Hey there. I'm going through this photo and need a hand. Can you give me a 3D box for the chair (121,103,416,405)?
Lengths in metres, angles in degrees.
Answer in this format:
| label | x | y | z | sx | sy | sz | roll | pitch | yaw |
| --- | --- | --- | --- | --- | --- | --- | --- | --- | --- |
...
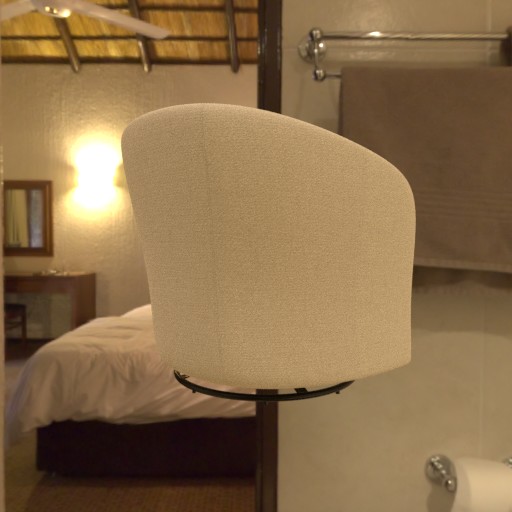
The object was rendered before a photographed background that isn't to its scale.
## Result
| label | x | y | z | sx | sy | sz | roll | pitch | yaw |
| --- | --- | --- | --- | --- | --- | --- | --- | --- | --- |
| chair | 0.000 | 0.000 | 1.432 | 0.815 | 0.771 | 0.791 | -1 | 2 | -37 |
